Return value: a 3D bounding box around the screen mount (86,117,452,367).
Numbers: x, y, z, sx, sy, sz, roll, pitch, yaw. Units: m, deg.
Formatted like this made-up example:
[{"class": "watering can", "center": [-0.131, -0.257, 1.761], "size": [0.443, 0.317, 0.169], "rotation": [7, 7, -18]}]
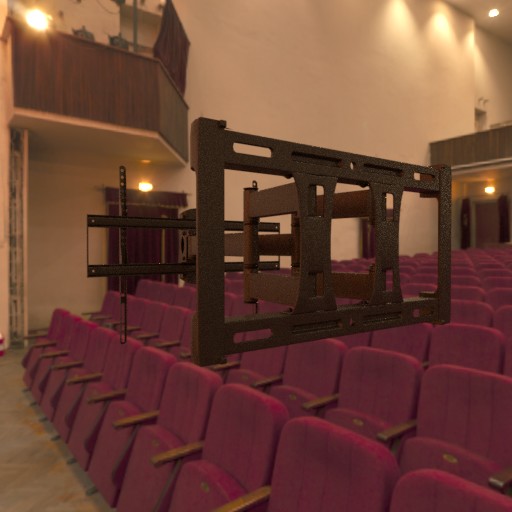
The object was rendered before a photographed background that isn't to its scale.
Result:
[{"class": "screen mount", "center": [0.000, 0.000, 1.090], "size": [0.661, 0.491, 0.644], "rotation": [-1, 1, -36]}]
